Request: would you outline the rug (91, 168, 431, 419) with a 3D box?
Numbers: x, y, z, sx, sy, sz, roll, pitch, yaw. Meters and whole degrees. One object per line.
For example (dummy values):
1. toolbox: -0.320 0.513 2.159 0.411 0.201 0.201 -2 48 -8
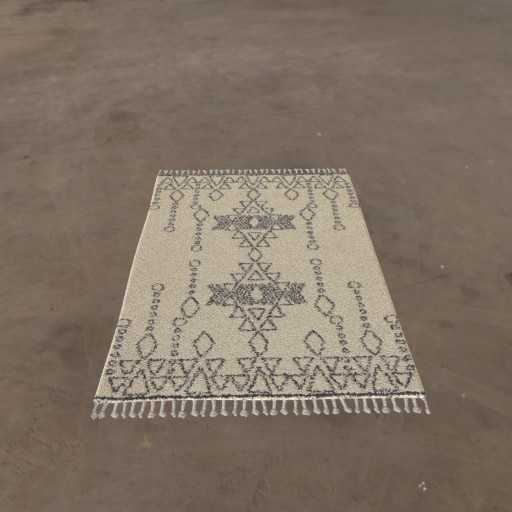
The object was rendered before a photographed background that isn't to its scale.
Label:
1. rug: 0.000 0.000 3.876 2.125 0.028 3.027 -1 41 -1
